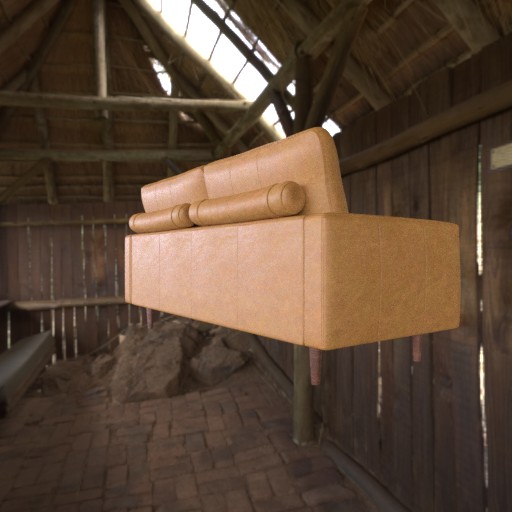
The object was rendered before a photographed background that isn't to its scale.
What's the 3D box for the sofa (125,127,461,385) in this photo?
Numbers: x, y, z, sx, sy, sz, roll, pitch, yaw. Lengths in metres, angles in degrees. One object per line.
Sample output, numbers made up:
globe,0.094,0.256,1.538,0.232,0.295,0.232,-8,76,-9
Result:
sofa,0.000,0.000,2.316,0.850,0.898,1.821,0,0,-36
